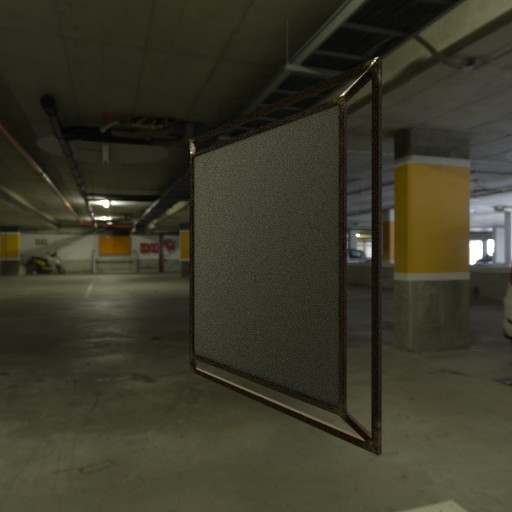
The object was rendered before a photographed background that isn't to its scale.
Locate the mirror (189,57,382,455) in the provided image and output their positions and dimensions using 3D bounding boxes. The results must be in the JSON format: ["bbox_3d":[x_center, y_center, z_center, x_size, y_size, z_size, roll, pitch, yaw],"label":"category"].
[{"bbox_3d":[0.000,0.000,0.919,0.032,0.610,0.610,0,0,-36],"label":"mirror"}]
